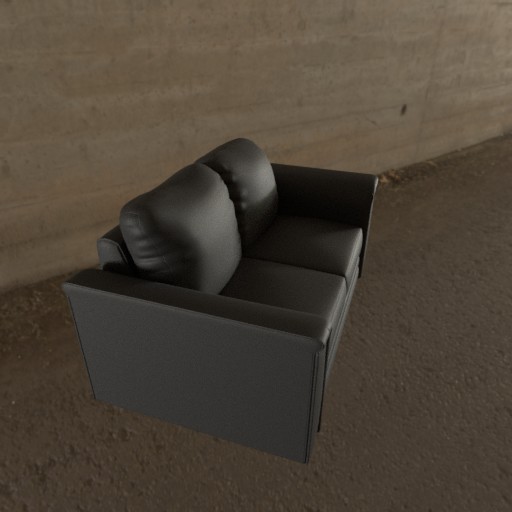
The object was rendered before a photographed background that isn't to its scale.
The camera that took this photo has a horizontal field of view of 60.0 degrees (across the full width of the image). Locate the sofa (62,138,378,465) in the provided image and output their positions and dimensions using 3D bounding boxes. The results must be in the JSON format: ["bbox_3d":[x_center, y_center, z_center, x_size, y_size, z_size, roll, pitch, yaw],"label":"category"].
[{"bbox_3d":[0.000,0.000,1.993,0.887,0.845,1.386,10,32,17],"label":"sofa"}]
